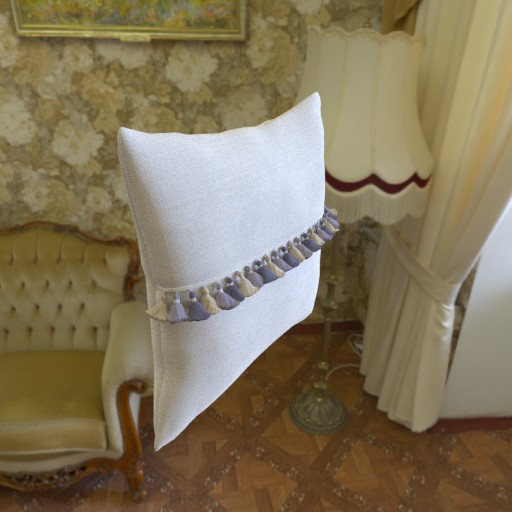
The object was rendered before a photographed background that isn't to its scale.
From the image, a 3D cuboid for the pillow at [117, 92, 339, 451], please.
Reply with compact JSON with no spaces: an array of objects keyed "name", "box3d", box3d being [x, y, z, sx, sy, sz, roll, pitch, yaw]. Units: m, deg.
[{"name":"pillow","box3d":[0.000,0.000,0.741,0.165,0.481,0.489,17,30,31]}]
